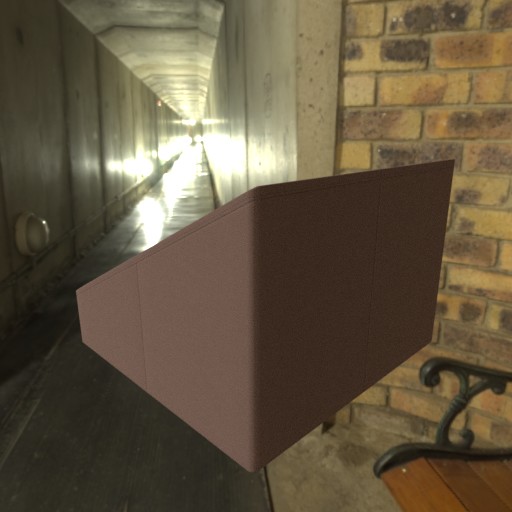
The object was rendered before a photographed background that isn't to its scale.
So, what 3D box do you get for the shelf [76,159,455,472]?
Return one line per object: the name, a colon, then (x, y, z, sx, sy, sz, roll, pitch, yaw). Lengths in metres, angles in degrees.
shelf: (0.000, 0.000, 0.487, 0.292, 0.210, 0.292, -16, 23, -42)
